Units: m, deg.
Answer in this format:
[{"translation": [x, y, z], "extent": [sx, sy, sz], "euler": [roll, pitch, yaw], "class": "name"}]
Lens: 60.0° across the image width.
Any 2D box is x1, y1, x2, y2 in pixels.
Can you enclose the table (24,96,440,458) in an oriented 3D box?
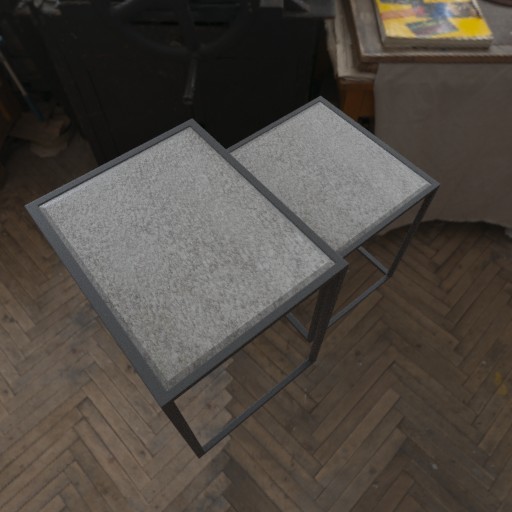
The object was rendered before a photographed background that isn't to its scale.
[{"translation": [0.000, 0.000, 1.146], "extent": [0.788, 0.540, 0.508], "euler": [-34, 64, -20], "class": "table"}]
